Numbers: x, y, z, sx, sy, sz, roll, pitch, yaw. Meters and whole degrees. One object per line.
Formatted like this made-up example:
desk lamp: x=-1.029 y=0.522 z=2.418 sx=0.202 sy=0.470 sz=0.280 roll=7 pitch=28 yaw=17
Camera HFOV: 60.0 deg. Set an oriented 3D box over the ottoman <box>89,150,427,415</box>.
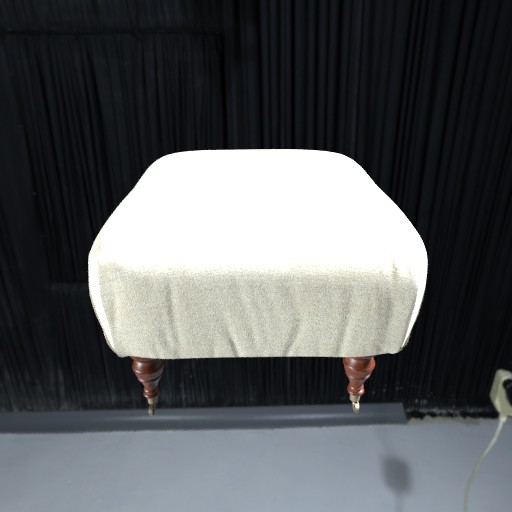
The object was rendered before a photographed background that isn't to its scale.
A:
ottoman: x=0.000 y=0.000 z=1.125 sx=0.622 sy=0.450 sz=0.747 roll=0 pitch=25 yaw=-1
